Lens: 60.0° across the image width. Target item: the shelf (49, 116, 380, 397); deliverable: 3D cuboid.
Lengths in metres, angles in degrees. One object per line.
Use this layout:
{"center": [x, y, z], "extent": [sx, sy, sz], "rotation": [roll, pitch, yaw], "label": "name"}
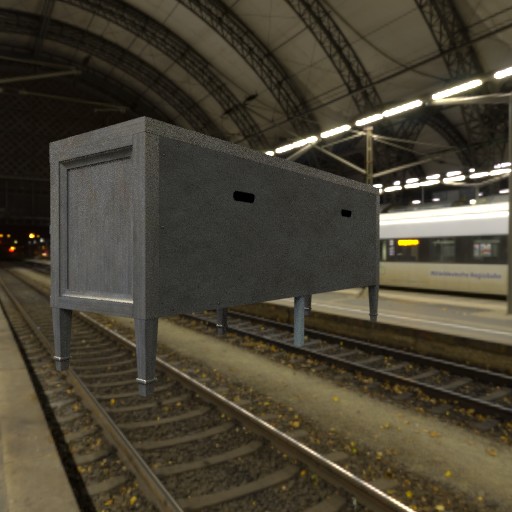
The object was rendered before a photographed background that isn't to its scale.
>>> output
{"center": [0.000, 0.000, 1.895], "extent": [0.479, 0.719, 1.575], "rotation": [0, 1, 37], "label": "shelf"}
